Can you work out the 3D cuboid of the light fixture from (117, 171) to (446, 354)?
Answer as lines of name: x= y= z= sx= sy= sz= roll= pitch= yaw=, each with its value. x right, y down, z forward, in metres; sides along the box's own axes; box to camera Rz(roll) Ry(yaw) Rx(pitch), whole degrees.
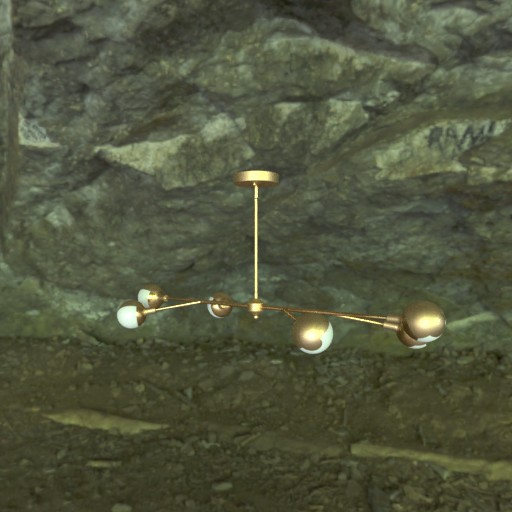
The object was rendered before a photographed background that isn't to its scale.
light fixture: x=0.000 y=0.000 z=0.991 sx=0.434 sy=0.362 sz=0.778 roll=0 pitch=0 yaw=-36
